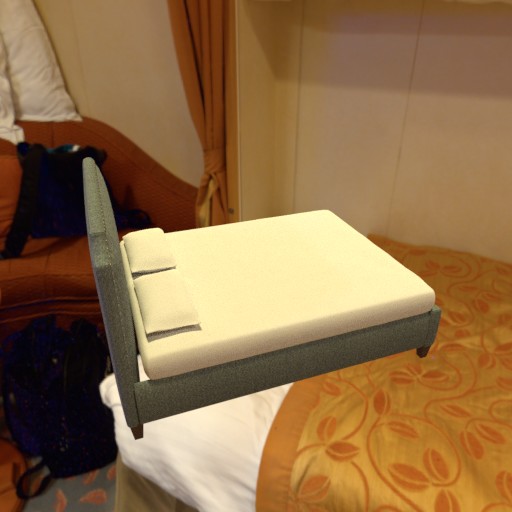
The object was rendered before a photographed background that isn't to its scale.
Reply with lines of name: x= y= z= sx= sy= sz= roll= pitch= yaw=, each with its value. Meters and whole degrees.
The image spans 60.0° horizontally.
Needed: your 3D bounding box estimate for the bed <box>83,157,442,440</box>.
bed: x=0.000 y=0.000 z=3.519 sx=2.372 sy=1.443 sz=1.712 roll=-10 pitch=30 yaw=-18
